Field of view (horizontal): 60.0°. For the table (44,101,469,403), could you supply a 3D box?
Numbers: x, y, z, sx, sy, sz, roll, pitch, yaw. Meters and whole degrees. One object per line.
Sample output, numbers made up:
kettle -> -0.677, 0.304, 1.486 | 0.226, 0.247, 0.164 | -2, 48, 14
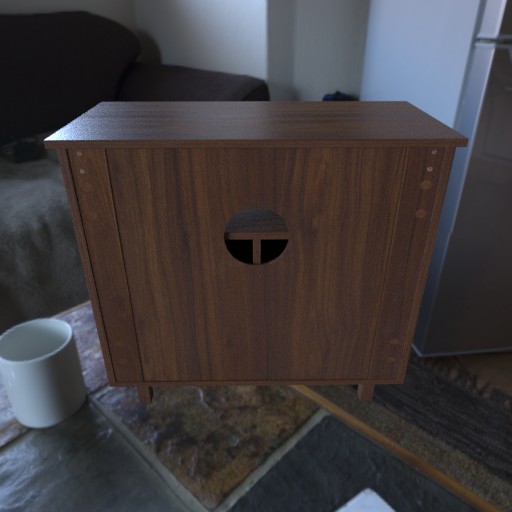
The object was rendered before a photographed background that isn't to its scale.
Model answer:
table -> 0.000, 0.000, 1.183 | 0.802, 0.725, 0.390 | 0, 29, -1
